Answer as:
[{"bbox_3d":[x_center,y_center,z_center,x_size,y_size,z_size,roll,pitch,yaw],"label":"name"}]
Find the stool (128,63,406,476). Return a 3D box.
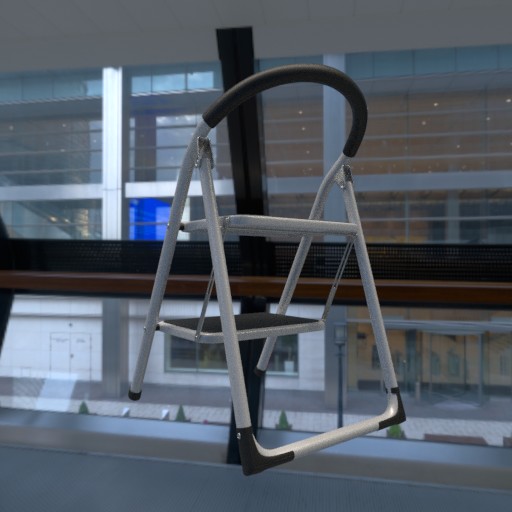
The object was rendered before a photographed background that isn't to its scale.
[{"bbox_3d":[0.000,0.000,1.099,0.453,0.760,0.559,1,-1,-36],"label":"stool"}]
